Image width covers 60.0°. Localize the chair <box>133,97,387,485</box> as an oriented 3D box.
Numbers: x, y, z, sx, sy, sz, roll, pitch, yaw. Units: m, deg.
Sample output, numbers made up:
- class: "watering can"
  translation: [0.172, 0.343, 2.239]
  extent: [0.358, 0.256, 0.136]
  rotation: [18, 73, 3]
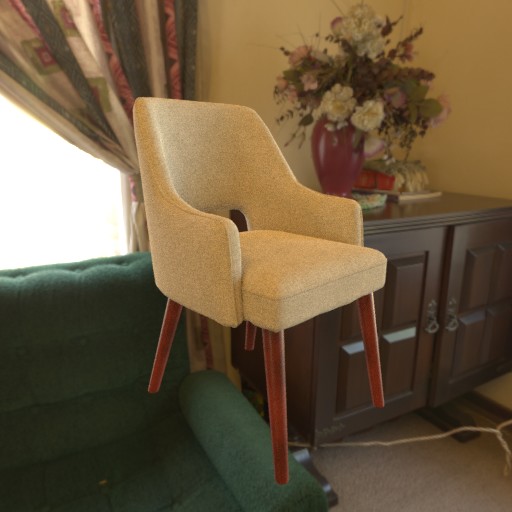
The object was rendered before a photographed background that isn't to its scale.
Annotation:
- class: "chair"
  translation: [0.000, 0.000, 1.219]
  extent: [0.605, 0.849, 0.548]
  rotation: [13, 19, 43]
